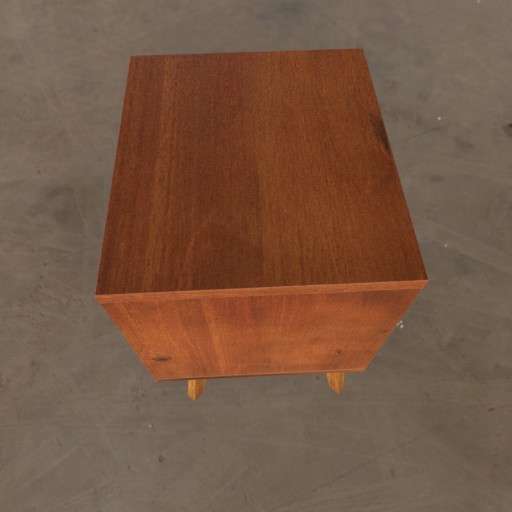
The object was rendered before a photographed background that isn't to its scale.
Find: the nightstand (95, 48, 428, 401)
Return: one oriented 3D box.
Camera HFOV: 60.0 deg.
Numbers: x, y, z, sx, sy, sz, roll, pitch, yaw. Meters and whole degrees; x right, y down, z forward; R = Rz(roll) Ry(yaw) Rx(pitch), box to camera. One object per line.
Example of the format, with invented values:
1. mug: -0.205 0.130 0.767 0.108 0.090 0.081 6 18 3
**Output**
1. nightstand: 0.000 0.000 0.917 0.411 0.618 0.460 -3 59 -2
